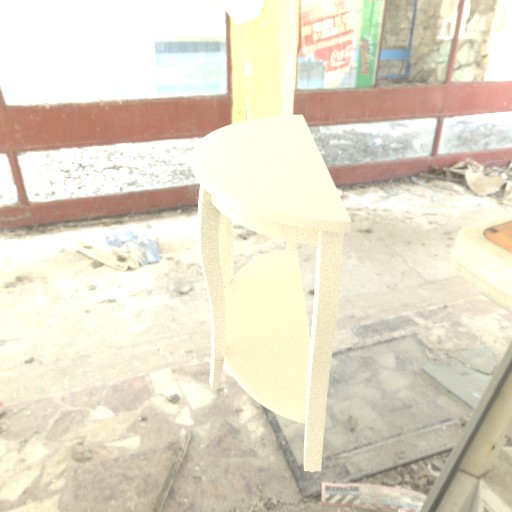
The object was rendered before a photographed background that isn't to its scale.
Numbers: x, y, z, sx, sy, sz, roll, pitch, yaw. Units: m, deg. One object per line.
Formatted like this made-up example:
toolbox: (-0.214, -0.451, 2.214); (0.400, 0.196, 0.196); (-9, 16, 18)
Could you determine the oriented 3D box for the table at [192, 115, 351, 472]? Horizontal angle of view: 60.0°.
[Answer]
table: (0.000, 0.000, 1.594); (0.394, 0.780, 1.219); (0, 27, 1)
